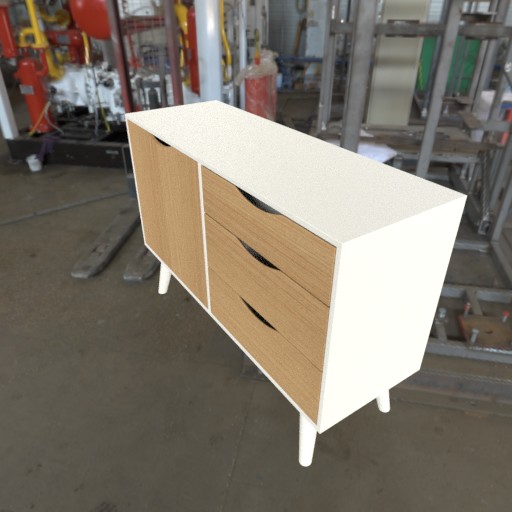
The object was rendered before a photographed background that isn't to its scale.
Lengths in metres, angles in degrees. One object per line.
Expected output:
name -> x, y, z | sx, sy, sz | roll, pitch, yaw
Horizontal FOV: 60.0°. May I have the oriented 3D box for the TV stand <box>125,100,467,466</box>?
TV stand -> 0.000, 0.000, 1.592 | 0.406, 0.812, 1.193 | -20, 37, -29
